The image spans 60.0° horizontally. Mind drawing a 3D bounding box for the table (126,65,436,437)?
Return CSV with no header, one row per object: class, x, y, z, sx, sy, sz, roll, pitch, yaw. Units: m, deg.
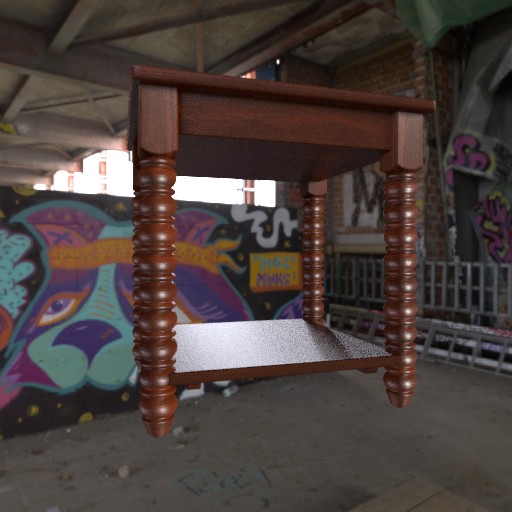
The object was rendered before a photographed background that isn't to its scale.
table,0.000,0.000,0.963,0.533,0.567,0.500,0,1,-17
